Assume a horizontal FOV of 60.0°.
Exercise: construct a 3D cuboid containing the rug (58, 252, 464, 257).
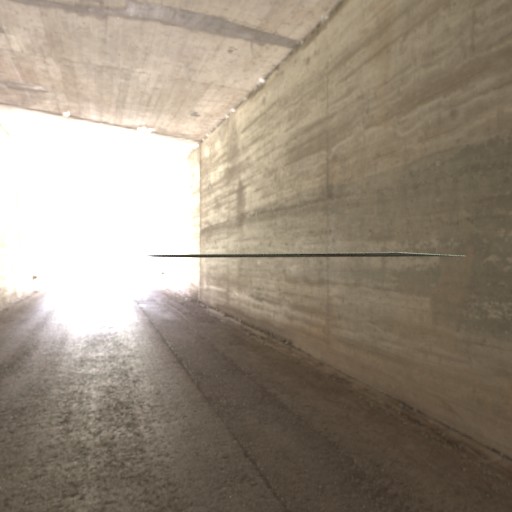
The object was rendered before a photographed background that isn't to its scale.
[{"bbox_3d":[0.000,0.000,2.967,2.363,0.004,1.566,0,-1,35],"label":"rug"}]
